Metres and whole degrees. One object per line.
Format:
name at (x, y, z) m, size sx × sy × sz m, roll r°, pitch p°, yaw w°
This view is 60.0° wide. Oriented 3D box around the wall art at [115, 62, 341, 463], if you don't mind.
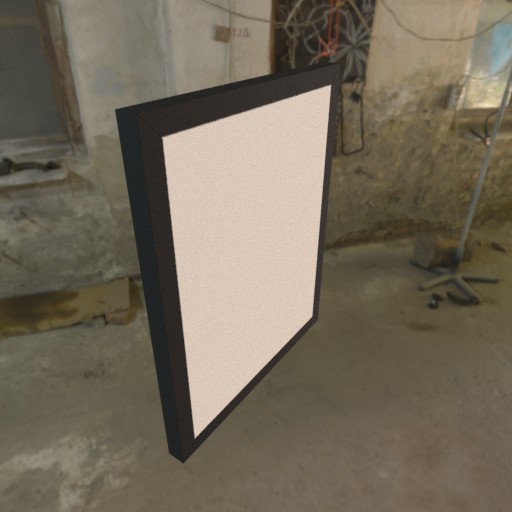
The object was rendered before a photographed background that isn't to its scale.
wall art at (0.000, 0.000, 0.542) m, size 0.024 × 0.404 × 0.329 m, roll 20°, pitch 36°, yaw 30°
